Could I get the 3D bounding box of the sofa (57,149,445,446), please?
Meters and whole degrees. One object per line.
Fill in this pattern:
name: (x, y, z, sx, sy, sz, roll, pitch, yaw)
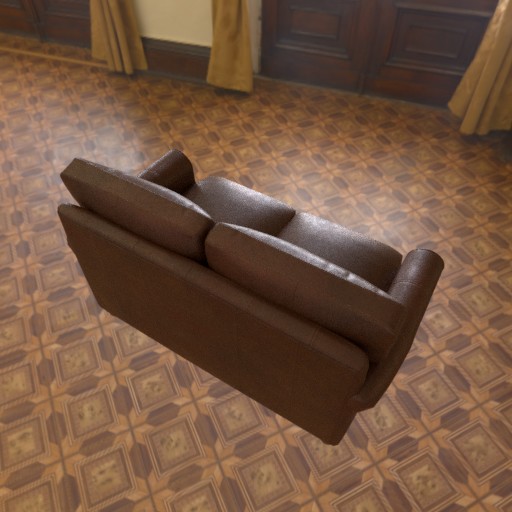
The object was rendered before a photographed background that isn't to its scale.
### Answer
sofa: (0.000, 0.000, 2.166, 1.616, 0.976, 0.990, 25, 53, 21)
